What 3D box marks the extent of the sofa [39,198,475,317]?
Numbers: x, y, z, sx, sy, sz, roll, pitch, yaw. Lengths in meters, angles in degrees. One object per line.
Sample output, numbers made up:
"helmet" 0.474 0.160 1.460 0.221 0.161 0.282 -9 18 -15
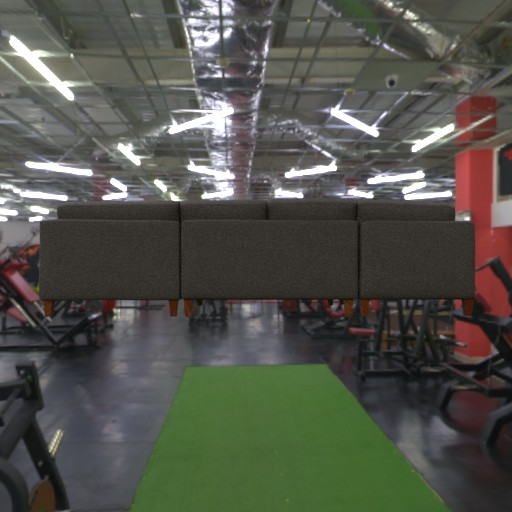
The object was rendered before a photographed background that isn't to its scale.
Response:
"sofa" 0.000 0.000 4.732 3.460 0.961 2.594 0 0 -1
